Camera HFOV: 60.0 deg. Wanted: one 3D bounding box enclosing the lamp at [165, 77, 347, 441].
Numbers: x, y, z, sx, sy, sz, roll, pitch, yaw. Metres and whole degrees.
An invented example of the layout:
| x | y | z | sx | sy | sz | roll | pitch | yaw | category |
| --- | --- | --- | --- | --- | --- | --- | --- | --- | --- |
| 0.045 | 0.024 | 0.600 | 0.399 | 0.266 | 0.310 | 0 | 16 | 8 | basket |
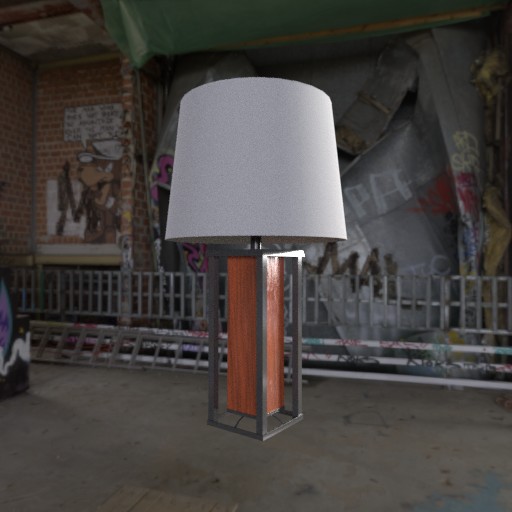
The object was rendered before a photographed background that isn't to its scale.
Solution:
| x | y | z | sx | sy | sz | roll | pitch | yaw | category |
| --- | --- | --- | --- | --- | --- | --- | --- | --- | --- |
| 0.000 | 0.000 | 0.793 | 0.320 | 0.591 | 0.320 | 0 | -1 | 0 | lamp |
